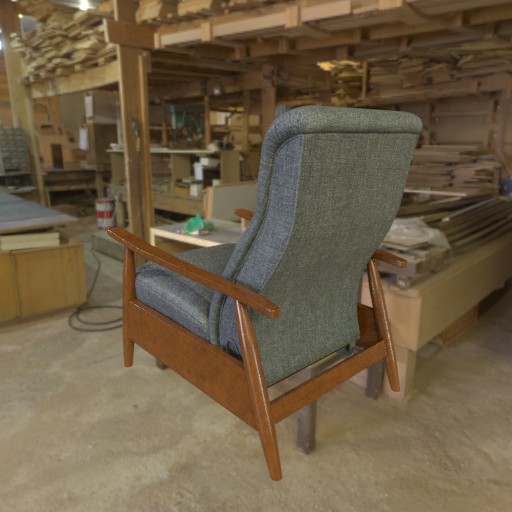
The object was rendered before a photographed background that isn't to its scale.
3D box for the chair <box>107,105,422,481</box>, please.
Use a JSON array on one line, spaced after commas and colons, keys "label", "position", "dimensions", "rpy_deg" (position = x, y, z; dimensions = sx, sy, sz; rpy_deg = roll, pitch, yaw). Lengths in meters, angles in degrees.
[{"label": "chair", "position": [0.000, 0.000, 1.768], "dimensions": [0.762, 1.082, 1.030], "rpy_deg": [-14, 21, -41]}]
